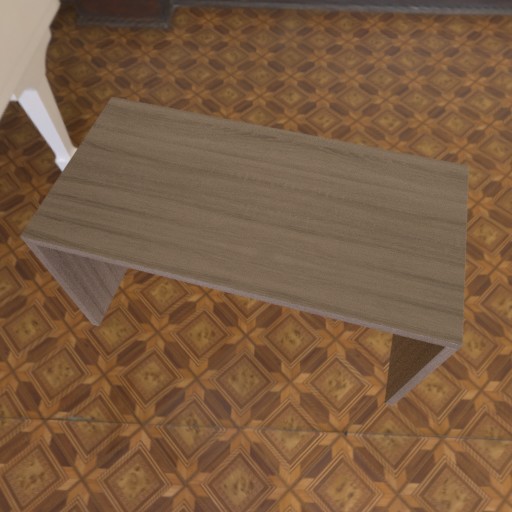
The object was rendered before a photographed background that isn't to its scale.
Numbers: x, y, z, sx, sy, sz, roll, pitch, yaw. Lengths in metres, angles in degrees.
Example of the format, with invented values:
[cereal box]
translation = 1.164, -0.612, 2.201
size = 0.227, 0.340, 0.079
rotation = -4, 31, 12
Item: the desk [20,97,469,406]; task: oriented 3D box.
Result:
[desk]
translation = 0.000, 0.000, 1.815
size = 1.380, 0.745, 0.690
rotation = 13, 60, 8
